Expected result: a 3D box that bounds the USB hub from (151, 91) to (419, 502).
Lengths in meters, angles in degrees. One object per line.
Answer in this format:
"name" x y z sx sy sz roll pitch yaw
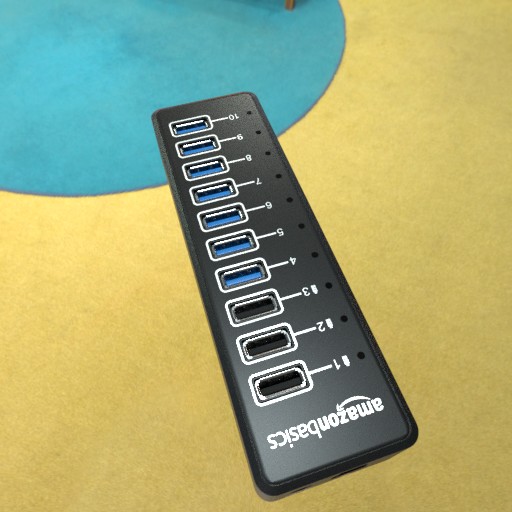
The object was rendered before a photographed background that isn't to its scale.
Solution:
"USB hub" 0.000 0.000 0.155 0.044 0.023 0.145 -15 59 -9
